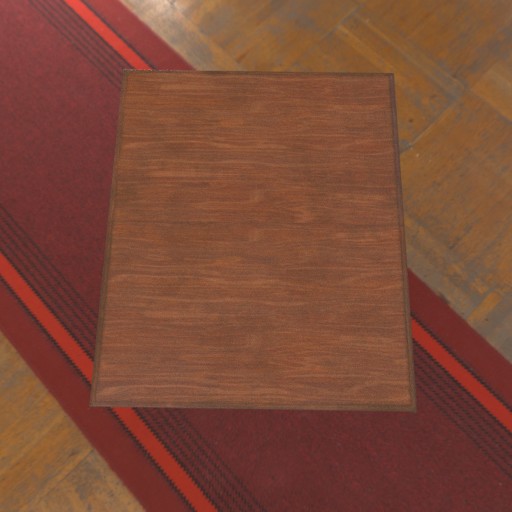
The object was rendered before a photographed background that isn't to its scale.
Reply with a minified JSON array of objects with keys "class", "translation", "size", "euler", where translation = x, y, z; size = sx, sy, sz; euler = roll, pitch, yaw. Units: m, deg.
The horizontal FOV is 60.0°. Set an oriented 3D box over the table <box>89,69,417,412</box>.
[{"class":"table","translation":[0.000,0.000,1.612],"size":[0.838,0.761,0.991],"euler":[1,76,0]}]
